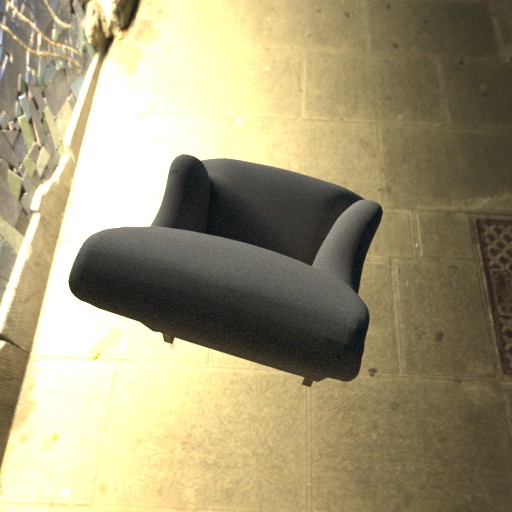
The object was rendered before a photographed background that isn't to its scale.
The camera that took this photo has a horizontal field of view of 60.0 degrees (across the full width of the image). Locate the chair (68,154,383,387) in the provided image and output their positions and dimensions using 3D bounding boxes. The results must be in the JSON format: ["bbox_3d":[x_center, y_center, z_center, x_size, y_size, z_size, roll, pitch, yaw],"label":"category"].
[{"bbox_3d":[0.000,0.000,1.568,0.766,0.942,0.843,15,65,7],"label":"chair"}]
